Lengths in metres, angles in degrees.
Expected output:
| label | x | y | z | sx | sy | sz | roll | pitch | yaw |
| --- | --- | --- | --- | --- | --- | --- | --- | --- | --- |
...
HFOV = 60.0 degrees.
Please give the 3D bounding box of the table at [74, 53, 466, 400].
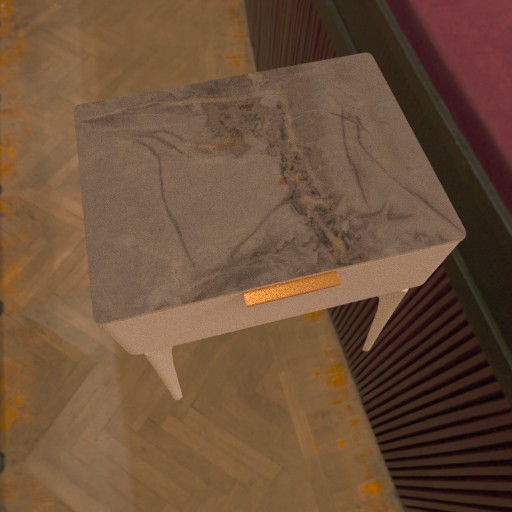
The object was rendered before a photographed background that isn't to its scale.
| label | x | y | z | sx | sy | sz | roll | pitch | yaw |
| --- | --- | --- | --- | --- | --- | --- | --- | --- | --- |
| table | 0.000 | 0.000 | 0.902 | 0.500 | 0.570 | 0.400 | -13 | 64 | -6 |
